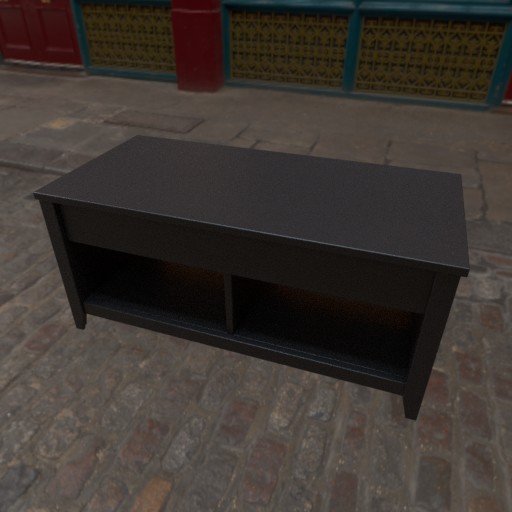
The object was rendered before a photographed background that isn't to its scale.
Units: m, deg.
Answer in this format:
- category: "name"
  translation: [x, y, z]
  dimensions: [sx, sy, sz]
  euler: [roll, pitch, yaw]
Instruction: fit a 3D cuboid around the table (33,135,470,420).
- category: "table"
  translation: [0.000, 0.000, 1.282]
  dimensions: [1.016, 0.457, 0.483]
  euler: [11, 35, 16]
